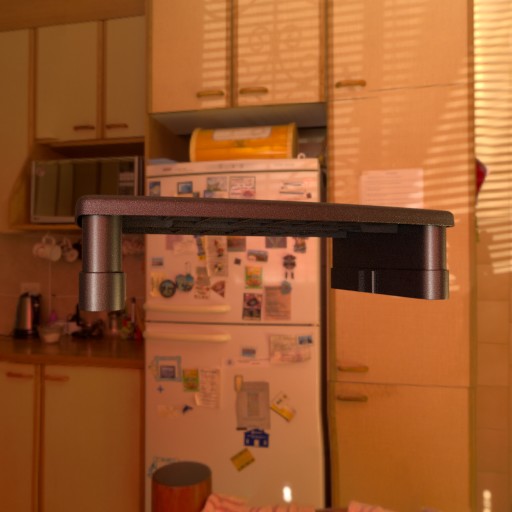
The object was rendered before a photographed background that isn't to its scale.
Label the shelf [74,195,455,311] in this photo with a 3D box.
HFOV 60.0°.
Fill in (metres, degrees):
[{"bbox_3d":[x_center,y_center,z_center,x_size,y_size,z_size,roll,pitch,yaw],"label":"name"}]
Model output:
[{"bbox_3d":[0.000,0.000,0.544,0.410,0.100,0.280,0,-1,-19],"label":"shelf"}]
